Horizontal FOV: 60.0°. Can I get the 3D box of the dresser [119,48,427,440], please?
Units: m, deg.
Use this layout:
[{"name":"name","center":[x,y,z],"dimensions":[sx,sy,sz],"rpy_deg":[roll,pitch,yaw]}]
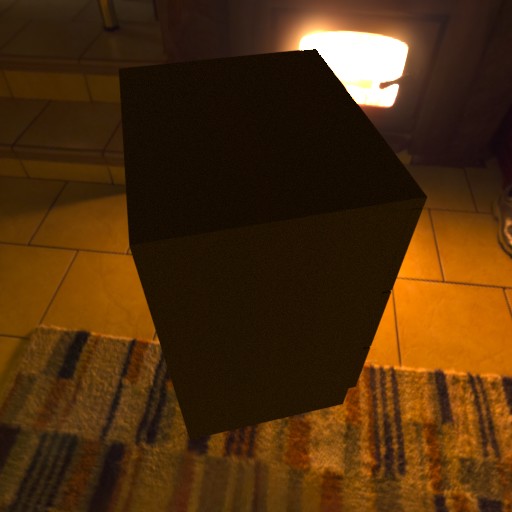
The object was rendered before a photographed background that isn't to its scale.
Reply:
[{"name":"dresser","center":[0.000,0.000,0.819],"dimensions":[0.360,0.560,0.400],"rpy_deg":[-10,49,-9]}]
